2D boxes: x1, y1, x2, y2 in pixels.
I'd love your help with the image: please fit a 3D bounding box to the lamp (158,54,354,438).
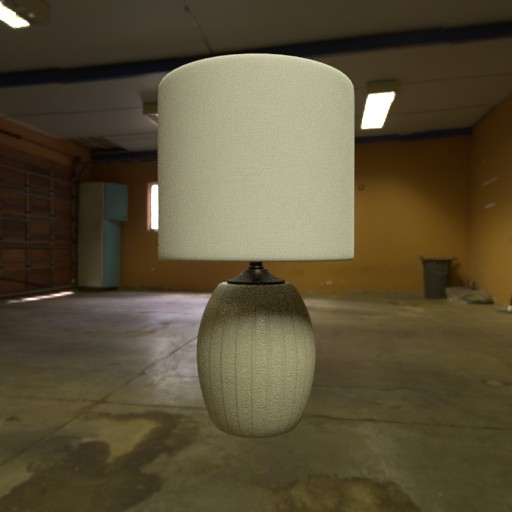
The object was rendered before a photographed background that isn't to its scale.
[{"bbox_3d":[0.000,0.000,0.762,0.329,0.570,0.329,0,1,-35],"label":"lamp"}]
